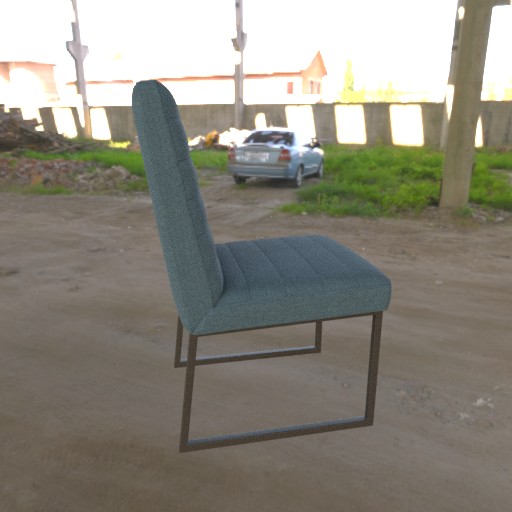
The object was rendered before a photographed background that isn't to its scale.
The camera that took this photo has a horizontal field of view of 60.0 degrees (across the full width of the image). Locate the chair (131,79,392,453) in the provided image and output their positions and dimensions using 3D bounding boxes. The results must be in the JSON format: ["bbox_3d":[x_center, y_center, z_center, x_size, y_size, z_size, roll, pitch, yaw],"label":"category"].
[{"bbox_3d":[0.000,0.000,1.315,0.634,0.930,0.520,-3,17,-11],"label":"chair"}]
